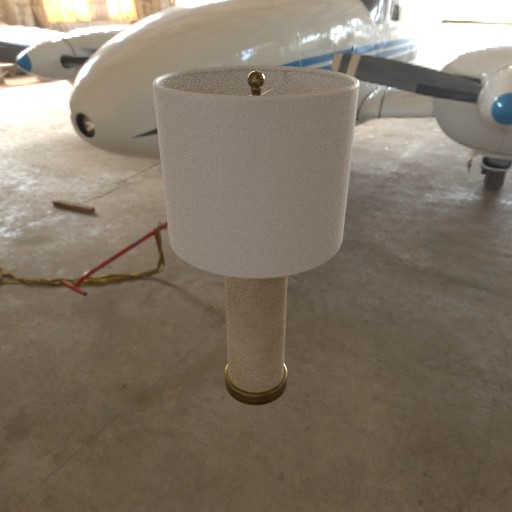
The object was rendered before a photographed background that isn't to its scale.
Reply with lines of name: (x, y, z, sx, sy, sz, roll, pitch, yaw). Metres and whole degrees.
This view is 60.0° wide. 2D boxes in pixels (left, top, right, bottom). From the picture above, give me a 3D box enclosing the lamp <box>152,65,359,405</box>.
lamp: (0.000, 0.000, 0.816, 0.305, 0.634, 0.305, -11, 31, -18)
